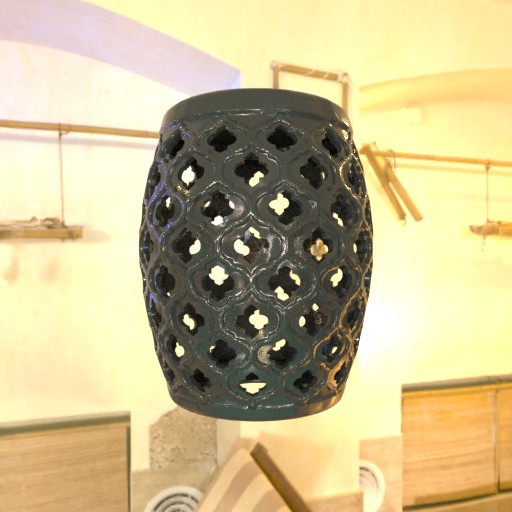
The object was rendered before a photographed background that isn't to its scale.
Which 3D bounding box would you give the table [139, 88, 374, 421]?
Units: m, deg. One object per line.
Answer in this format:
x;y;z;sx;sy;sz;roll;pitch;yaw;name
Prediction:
0.000;0.000;0.634;0.325;0.388;0.325;0;0;0;table
